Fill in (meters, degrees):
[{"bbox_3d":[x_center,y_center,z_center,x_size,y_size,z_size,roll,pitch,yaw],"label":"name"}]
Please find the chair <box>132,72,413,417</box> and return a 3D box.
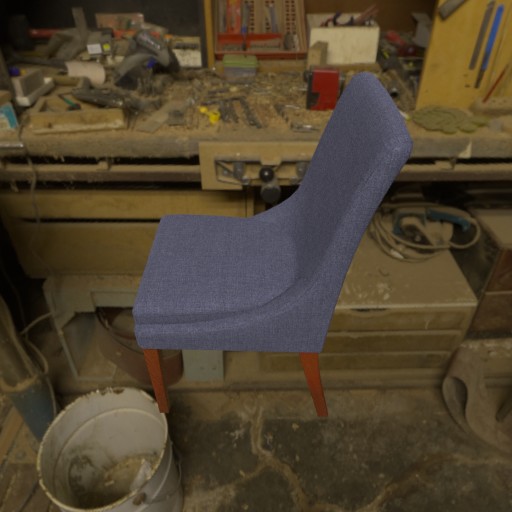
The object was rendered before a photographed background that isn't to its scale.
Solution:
[{"bbox_3d":[0.000,0.000,1.334,0.655,0.952,0.508,1,40,1],"label":"chair"}]
